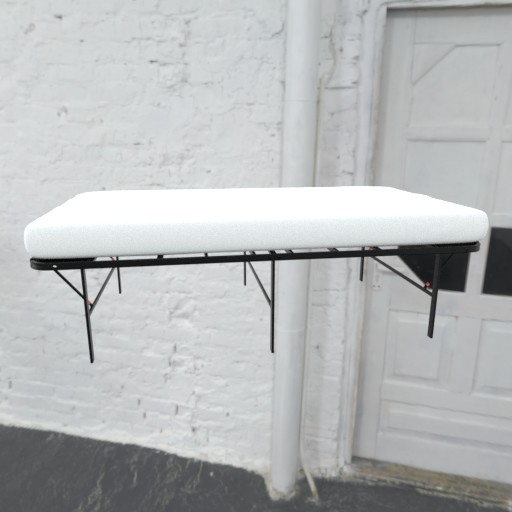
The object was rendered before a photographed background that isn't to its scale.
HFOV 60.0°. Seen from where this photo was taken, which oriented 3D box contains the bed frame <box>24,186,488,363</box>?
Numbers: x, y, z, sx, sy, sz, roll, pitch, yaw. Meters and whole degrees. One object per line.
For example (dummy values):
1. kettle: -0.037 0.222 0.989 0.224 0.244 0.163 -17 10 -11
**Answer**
1. bed frame: 0.000 0.000 2.282 1.903 0.619 0.989 -2 15 -9
